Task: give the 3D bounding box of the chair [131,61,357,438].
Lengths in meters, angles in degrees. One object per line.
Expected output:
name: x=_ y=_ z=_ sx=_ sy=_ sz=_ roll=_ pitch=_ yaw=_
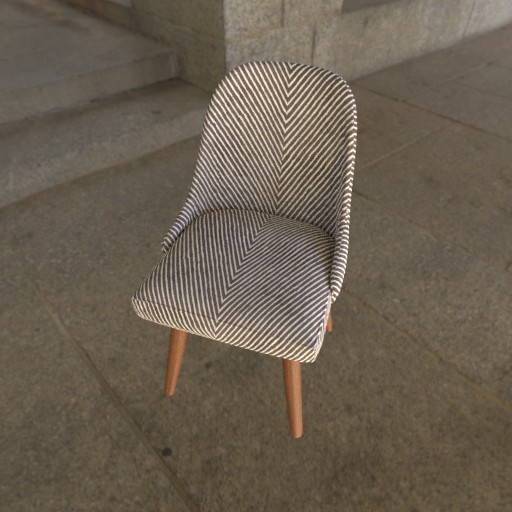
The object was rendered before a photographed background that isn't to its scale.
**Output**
chair: x=0.000 y=0.000 z=1.260 sx=0.504 sy=0.883 sz=0.591 roll=13 pitch=43 yaw=14
